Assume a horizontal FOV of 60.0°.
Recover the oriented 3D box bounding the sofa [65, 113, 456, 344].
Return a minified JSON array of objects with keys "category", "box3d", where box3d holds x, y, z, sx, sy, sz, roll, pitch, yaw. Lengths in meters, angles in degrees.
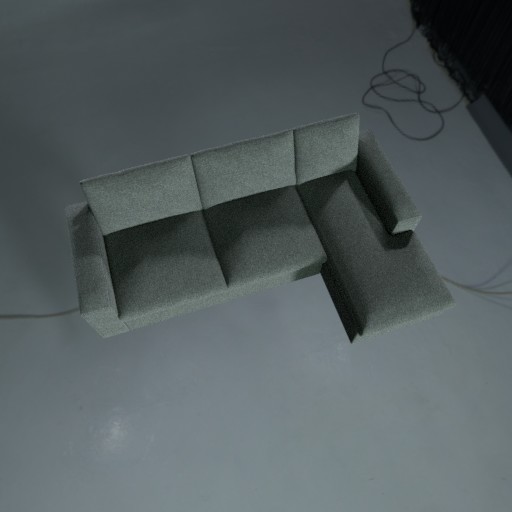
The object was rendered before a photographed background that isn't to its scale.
[{"category":"sofa","box3d":[0.000,0.000,3.515,2.718,0.940,1.689,-16,63,-8]}]
